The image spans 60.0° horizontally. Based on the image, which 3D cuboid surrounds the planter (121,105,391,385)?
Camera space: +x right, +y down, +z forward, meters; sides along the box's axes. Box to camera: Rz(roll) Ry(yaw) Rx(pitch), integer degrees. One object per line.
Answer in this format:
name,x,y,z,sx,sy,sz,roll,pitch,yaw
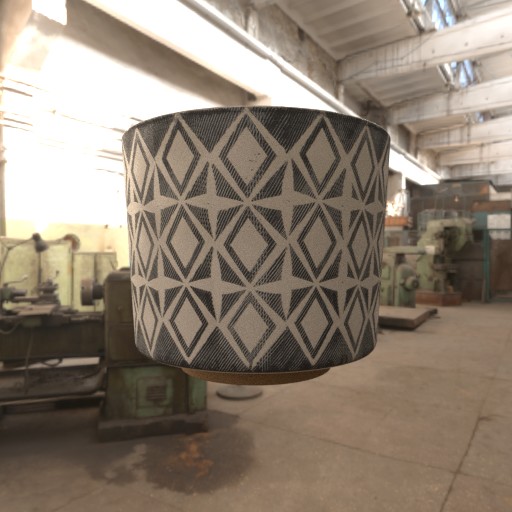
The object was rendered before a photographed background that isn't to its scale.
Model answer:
planter,0.000,0.000,0.449,0.260,0.220,0.260,0,1,0
